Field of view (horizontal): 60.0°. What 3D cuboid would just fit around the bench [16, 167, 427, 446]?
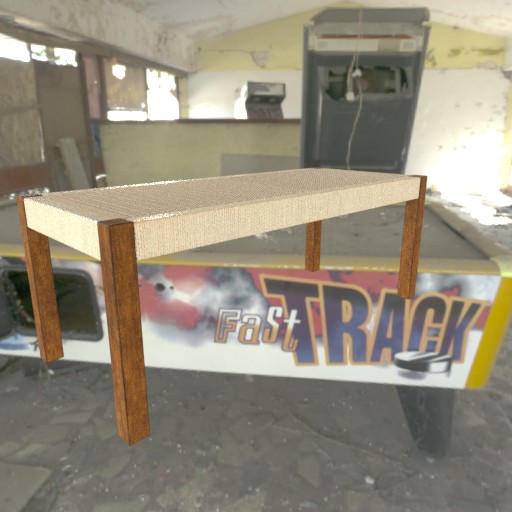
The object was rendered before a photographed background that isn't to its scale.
[{"bbox_3d":[0.000,0.000,1.408,1.198,0.457,0.507,-15,22,-42],"label":"bench"}]
